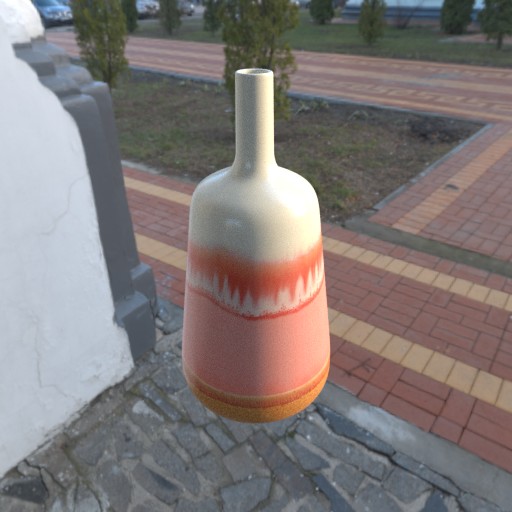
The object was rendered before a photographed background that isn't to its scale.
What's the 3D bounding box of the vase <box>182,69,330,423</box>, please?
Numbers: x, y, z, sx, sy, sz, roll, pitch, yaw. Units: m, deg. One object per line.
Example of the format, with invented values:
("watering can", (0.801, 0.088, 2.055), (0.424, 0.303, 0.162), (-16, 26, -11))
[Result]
("vase", (0.000, 0.000, 0.381), (0.144, 0.296, 0.144), (0, 31, 0))
